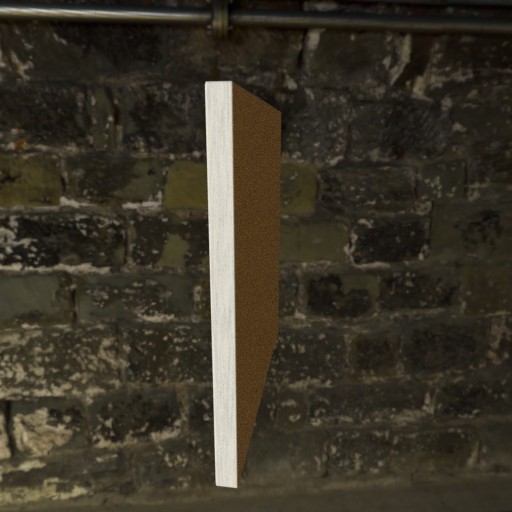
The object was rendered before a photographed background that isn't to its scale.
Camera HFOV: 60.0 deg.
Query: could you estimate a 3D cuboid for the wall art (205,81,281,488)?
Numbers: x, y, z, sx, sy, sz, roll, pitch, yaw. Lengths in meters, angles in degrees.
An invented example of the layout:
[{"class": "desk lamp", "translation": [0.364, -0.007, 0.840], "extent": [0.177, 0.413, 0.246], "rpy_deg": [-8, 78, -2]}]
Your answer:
[{"class": "wall art", "translation": [0.000, 0.000, 1.952], "extent": [0.078, 1.288, 1.287], "rpy_deg": [2, 15, 9]}]
